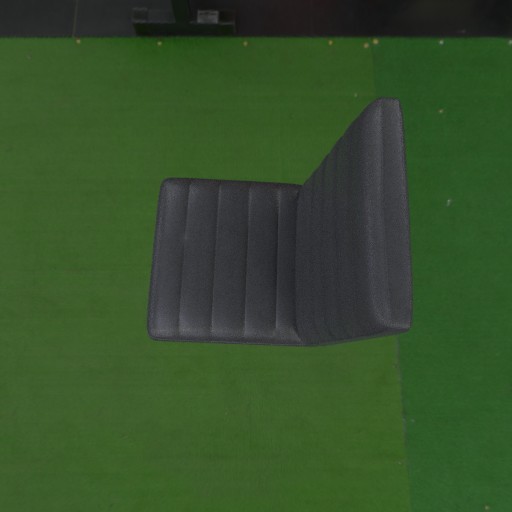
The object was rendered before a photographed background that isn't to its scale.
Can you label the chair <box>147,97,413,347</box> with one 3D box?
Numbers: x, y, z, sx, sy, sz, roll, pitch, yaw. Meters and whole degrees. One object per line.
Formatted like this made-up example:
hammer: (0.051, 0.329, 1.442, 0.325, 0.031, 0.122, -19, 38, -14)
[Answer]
chair: (0.000, 0.000, 1.337, 0.634, 0.930, 0.520, 2, 76, 1)
